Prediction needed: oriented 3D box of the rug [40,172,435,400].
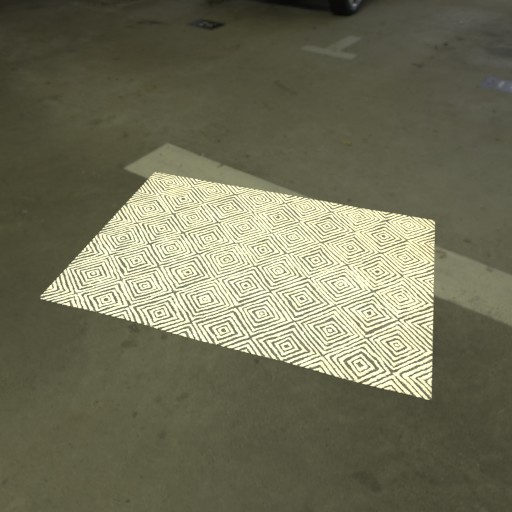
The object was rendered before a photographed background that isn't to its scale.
[{"bbox_3d":[0.000,0.000,2.281,1.750,0.004,1.177,12,43,13],"label":"rug"}]
